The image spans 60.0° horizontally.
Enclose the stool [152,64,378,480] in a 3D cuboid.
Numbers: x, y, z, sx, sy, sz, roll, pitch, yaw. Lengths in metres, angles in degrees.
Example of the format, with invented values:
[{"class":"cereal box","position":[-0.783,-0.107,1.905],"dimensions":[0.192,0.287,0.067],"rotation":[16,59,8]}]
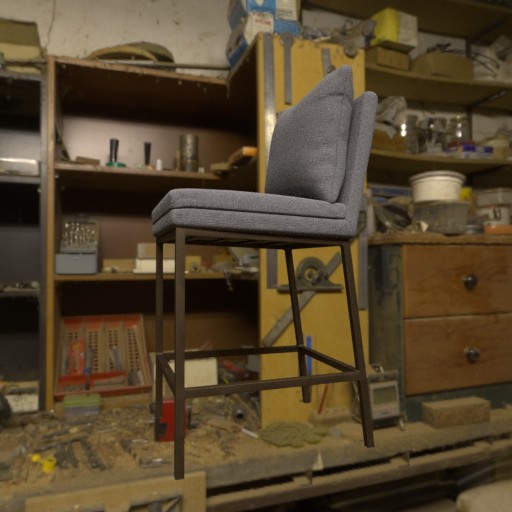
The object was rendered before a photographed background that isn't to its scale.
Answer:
[{"class":"stool","position":[0.000,0.000,1.313],"dimensions":[0.569,1.031,0.463],"rotation":[0,-1,-19]}]
